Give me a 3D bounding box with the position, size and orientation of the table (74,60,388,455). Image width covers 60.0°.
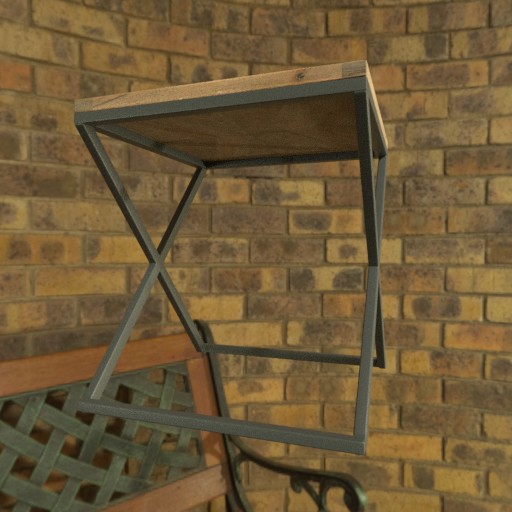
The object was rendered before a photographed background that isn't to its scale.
[{"bbox_3d":[0.000,0.000,0.925,0.499,0.550,0.498,0,1,20],"label":"table"}]
